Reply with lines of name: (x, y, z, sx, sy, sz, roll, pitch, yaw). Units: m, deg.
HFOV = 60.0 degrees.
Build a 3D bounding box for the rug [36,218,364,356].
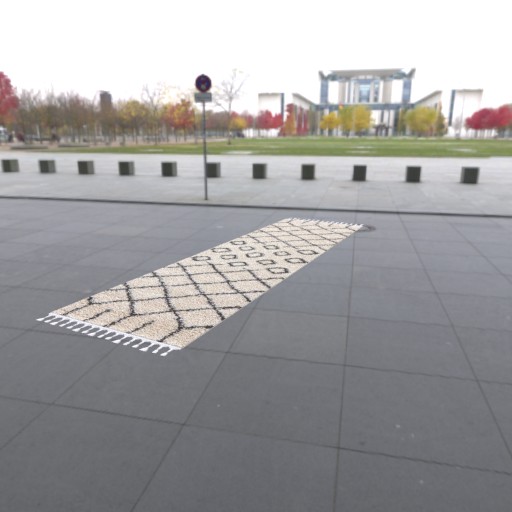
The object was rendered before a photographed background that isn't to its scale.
rug: (0.000, 0.000, 2.630, 0.660, 0.005, 2.464, 8, 17, 27)
